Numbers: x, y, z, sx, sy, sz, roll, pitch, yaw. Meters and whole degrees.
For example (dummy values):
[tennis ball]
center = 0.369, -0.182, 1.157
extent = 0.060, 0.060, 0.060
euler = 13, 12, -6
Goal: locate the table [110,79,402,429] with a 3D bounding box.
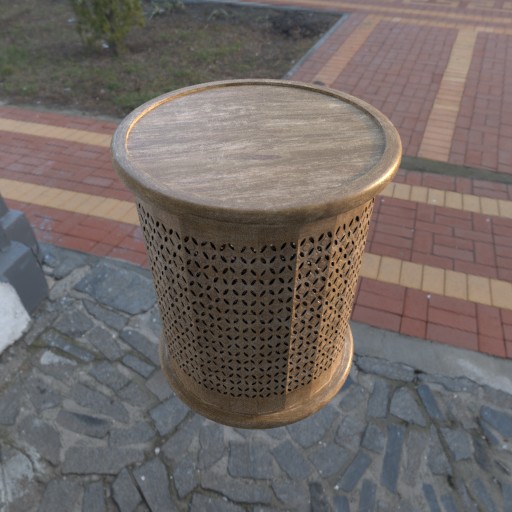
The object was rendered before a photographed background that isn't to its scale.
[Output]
[table]
center = 0.000, 0.000, 0.788
extent = 0.407, 0.482, 0.407
euler = 0, 41, 0
